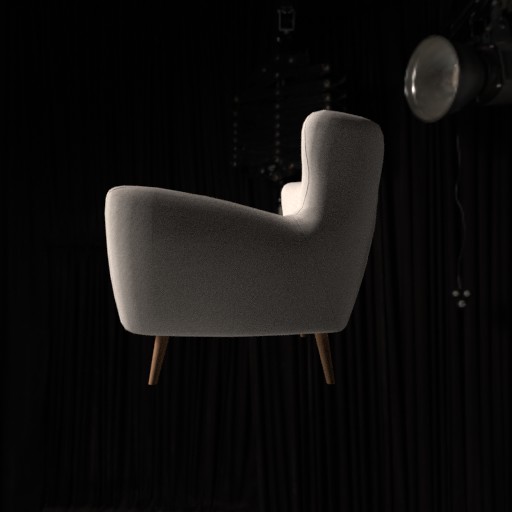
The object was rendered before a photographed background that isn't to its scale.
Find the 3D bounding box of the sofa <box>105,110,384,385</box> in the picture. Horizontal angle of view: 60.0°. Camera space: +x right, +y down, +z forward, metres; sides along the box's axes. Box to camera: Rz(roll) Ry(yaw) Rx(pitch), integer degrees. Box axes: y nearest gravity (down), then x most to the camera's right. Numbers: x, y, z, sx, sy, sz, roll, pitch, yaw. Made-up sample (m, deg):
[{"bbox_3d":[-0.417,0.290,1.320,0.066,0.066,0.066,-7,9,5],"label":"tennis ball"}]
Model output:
[{"bbox_3d":[0.000,0.000,1.989,0.921,0.878,1.424,0,-1,0],"label":"sofa"}]
